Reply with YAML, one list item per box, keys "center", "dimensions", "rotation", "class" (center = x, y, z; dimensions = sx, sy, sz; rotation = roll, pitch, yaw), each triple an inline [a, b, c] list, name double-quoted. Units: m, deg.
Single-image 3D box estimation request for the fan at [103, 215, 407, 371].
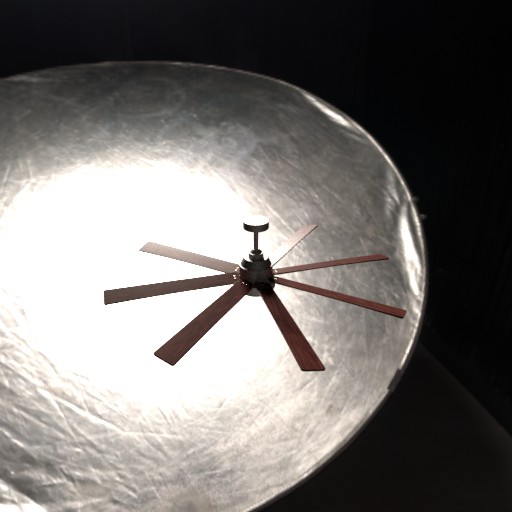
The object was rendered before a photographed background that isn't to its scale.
- center: [0.000, 0.000, 2.721]
  dimensions: [1.830, 0.472, 1.830]
  rotation: [-8, 28, -15]
  class: "fan"
